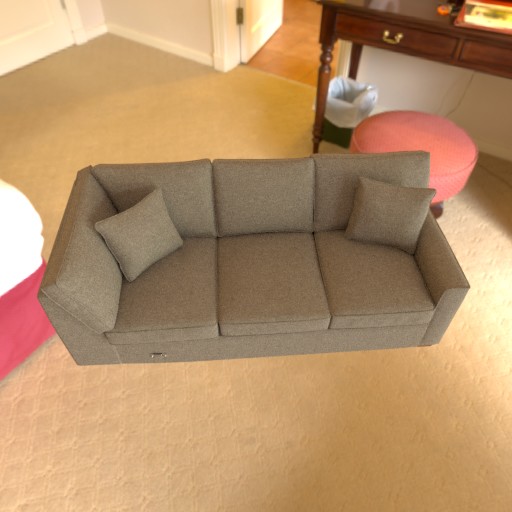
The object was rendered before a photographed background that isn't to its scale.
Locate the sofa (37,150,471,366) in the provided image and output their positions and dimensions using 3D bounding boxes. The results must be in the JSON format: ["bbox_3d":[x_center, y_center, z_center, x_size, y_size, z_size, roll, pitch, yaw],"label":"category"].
[{"bbox_3d":[0.000,0.000,2.813,2.317,0.962,1.061,-3,47,-3],"label":"sofa"}]
